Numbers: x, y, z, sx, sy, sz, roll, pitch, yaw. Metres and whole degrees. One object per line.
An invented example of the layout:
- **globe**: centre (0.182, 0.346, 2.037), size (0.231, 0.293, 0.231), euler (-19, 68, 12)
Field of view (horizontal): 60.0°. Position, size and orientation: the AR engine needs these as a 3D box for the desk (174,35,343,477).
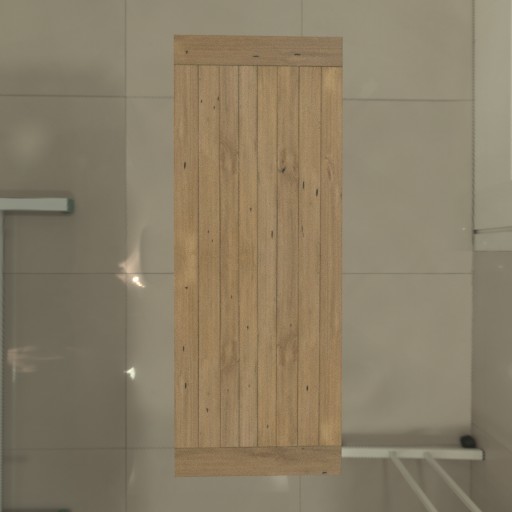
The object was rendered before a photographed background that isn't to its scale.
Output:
- **desk**: centre (0.000, 0.000, 2.197), size (0.688, 0.760, 1.803), euler (0, 91, -2)
